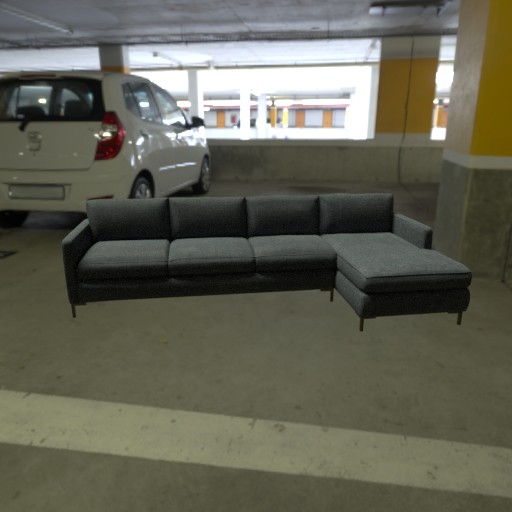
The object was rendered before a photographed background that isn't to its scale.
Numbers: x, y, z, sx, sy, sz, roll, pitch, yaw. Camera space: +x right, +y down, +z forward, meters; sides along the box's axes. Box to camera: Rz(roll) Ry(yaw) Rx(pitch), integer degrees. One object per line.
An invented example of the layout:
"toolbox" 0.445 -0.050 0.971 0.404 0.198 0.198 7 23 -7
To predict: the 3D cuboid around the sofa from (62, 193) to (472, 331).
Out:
"sofa" 0.000 0.000 3.545 2.932 0.810 1.350 -2 17 -8
